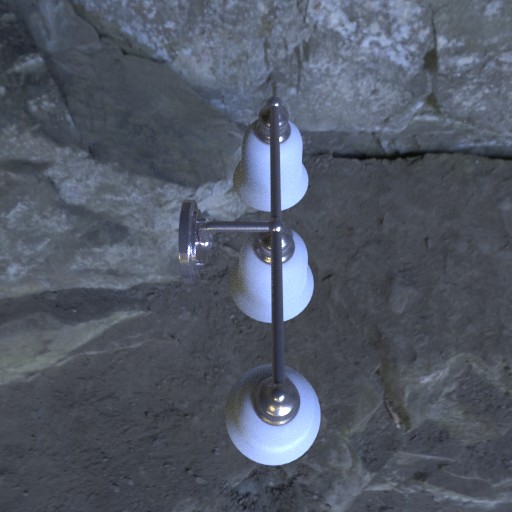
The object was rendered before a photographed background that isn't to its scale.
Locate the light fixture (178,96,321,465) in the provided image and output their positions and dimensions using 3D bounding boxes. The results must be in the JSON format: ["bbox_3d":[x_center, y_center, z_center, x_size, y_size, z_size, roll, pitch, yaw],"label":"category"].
[{"bbox_3d":[0.000,0.000,0.667,0.198,0.211,0.570,0,65,0],"label":"light fixture"}]
